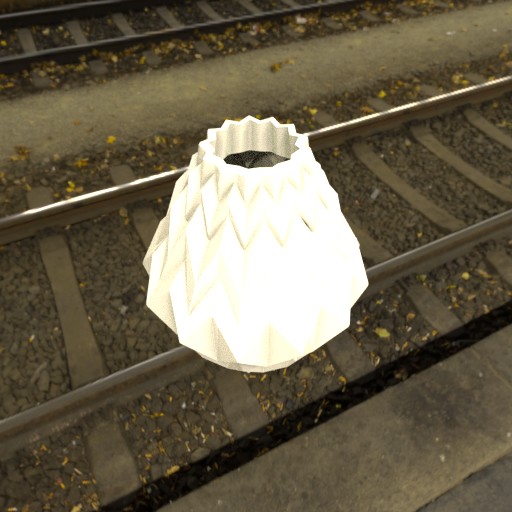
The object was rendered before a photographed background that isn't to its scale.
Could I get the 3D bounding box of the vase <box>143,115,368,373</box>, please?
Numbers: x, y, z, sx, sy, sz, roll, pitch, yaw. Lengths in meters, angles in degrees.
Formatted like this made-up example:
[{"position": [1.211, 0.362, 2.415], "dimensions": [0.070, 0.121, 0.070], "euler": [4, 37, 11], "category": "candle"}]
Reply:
[{"position": [0.000, 0.000, 0.319], "dimensions": [0.164, 0.185, 0.164], "euler": [0, 46, 0], "category": "vase"}]
